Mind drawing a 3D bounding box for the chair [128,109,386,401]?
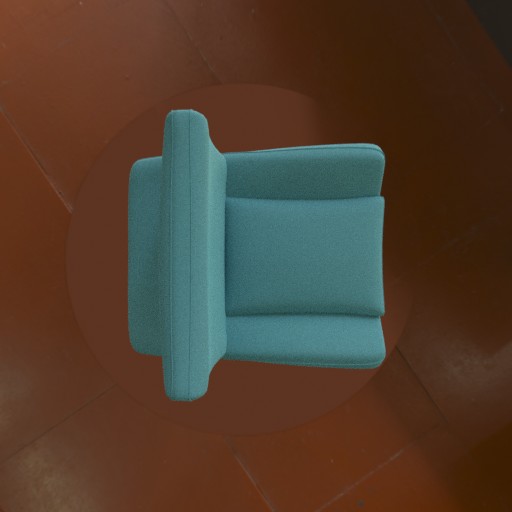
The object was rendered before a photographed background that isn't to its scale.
[{"bbox_3d":[0.000,0.000,1.683,1.008,0.855,0.859,0,90,-2],"label":"chair"}]
